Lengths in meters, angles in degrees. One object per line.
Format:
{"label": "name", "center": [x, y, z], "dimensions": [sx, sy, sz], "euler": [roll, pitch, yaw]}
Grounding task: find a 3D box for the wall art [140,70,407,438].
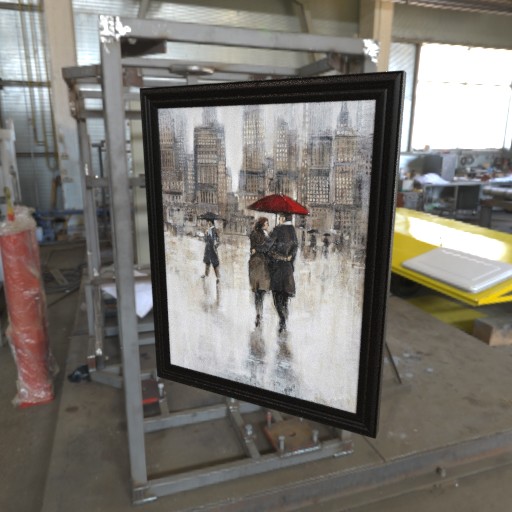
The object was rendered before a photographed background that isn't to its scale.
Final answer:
{"label": "wall art", "center": [0.000, 0.000, 1.614], "dimensions": [0.950, 1.194, 0.053], "euler": [7, 16, 26]}
